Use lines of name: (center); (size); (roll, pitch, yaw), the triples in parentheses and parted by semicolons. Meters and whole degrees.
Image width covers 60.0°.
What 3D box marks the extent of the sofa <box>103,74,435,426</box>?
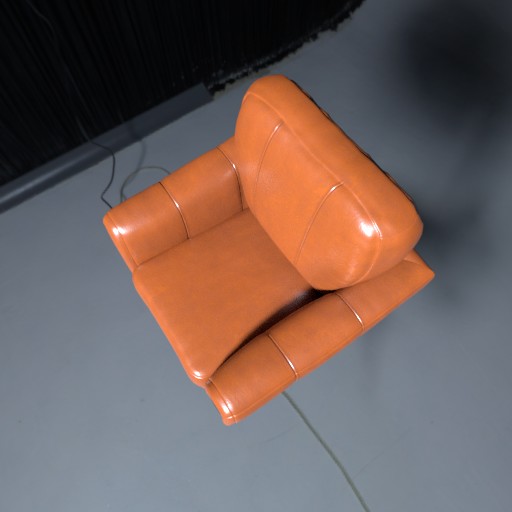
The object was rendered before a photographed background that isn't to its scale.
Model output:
sofa: (0.000, 0.000, 1.502); (0.789, 0.876, 0.836); (-31, 68, -15)
